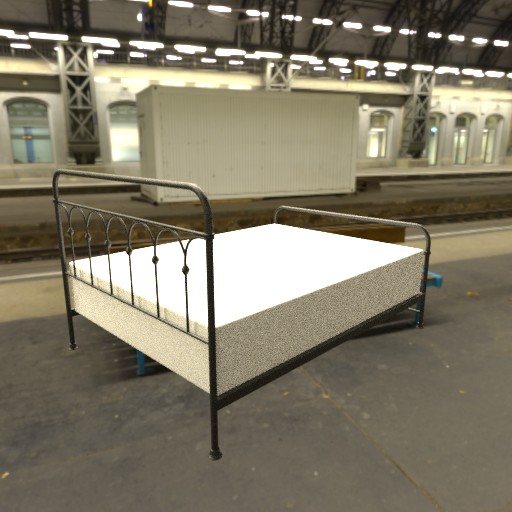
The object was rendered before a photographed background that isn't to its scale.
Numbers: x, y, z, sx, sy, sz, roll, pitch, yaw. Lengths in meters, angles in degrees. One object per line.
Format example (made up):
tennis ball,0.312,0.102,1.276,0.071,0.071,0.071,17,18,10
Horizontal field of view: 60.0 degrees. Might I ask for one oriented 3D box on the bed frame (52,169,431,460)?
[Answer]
bed frame,0.000,0.000,3.221,2.203,1.276,1.664,-14,20,-43
